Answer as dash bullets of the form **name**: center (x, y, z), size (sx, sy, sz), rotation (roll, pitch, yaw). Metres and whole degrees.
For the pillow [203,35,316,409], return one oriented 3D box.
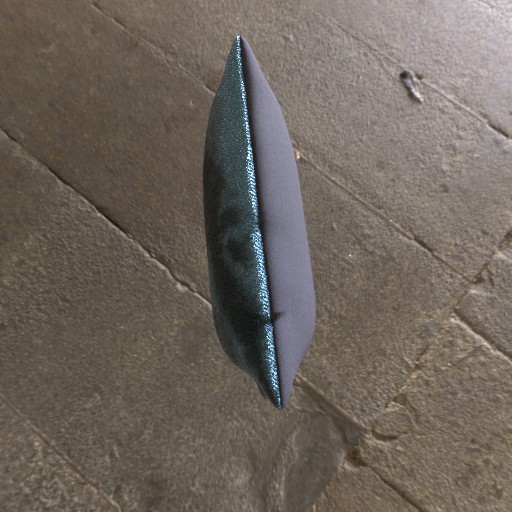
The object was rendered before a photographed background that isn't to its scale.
- **pillow**: center (0.000, 0.000, 0.664), size (0.138, 0.430, 0.436), rotation (-6, 76, -1)
